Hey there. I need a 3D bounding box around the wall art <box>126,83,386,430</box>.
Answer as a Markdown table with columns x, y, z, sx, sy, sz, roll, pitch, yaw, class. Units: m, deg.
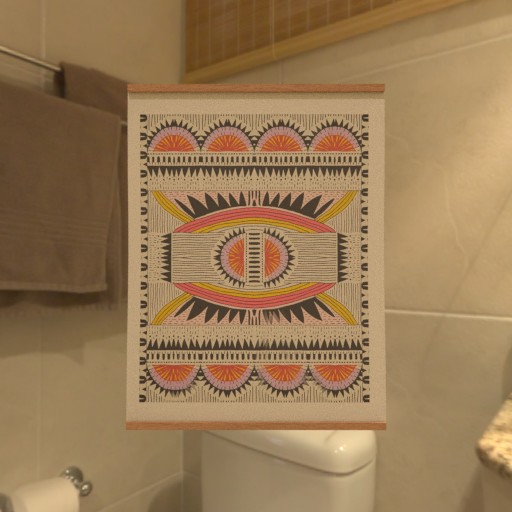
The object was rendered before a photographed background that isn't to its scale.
| x | y | z | sx | sy | sz | roll | pitch | yaw | class |
| --- | --- | --- | --- | --- | --- | --- | --- | --- | --- |
| 0.000 | 0.000 | 1.314 | 0.765 | 1.016 | 0.028 | 0 | -1 | 0 | wall art |
